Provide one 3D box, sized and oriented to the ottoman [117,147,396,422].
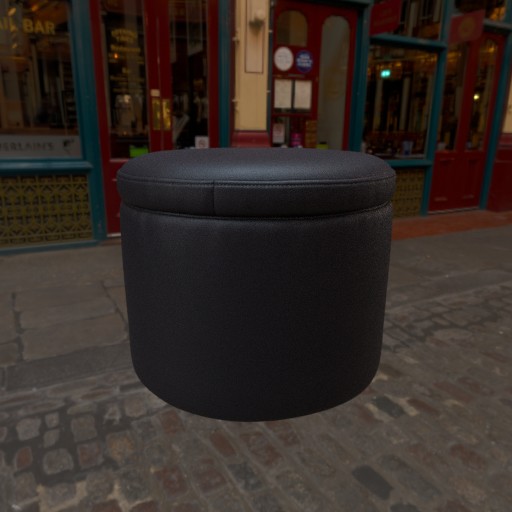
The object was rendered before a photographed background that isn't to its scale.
[{"bbox_3d":[0.000,0.000,0.870,0.501,0.409,0.501,0,16,0],"label":"ottoman"}]
